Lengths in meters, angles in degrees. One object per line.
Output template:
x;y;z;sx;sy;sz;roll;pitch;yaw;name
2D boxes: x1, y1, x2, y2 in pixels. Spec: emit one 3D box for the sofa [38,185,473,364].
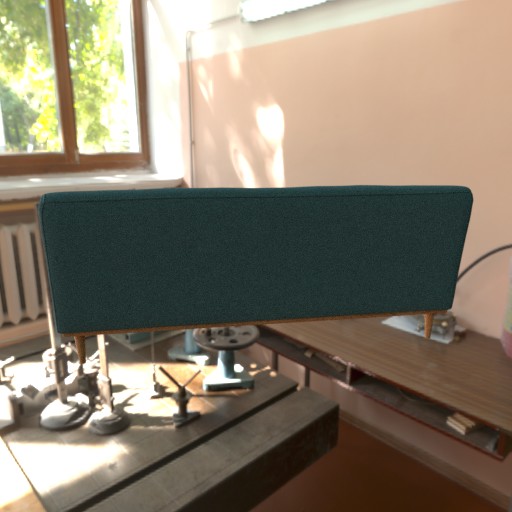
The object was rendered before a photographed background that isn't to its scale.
0.000;0.000;2.539;2.057;0.871;0.978;-2;15;-9;sofa
